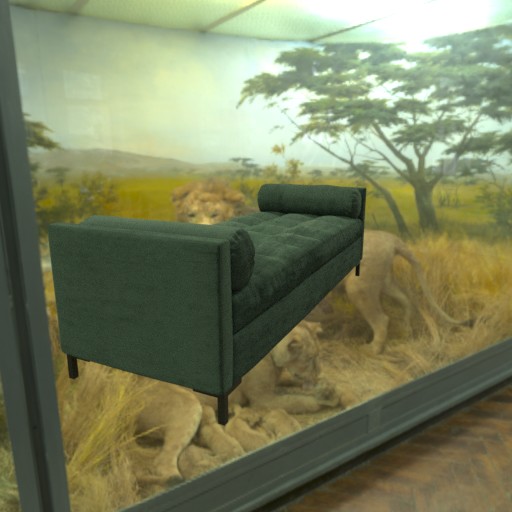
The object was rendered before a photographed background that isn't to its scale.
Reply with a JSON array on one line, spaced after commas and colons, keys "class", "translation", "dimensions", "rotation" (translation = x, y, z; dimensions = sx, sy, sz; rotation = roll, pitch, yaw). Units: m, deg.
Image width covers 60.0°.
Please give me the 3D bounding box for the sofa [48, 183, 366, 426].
[{"class": "sofa", "translation": [0.000, 0.000, 2.517], "dimensions": [0.817, 0.681, 2.130], "rotation": [7, 15, 25]}]
